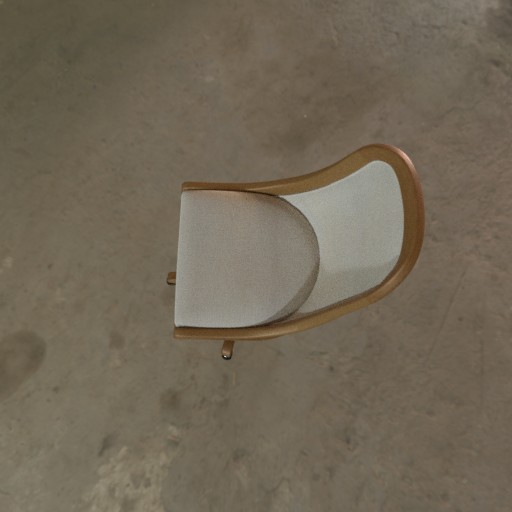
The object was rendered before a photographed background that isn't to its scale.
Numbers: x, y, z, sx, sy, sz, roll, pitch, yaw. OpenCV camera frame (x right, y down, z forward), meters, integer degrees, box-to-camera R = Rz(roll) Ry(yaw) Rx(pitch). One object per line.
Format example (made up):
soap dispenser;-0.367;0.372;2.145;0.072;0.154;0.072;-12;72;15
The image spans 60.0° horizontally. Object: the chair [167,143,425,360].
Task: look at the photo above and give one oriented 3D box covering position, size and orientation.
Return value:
chair;0.000;0.000;1.544;0.811;1.009;0.702;1;76;0
